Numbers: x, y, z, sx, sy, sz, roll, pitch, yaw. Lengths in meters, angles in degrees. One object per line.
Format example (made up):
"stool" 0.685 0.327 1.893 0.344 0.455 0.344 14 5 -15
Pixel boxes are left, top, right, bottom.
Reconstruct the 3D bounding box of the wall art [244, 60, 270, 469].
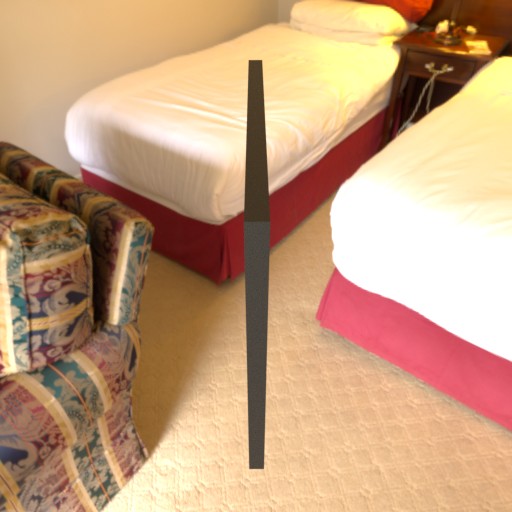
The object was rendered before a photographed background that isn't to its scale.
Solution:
"wall art" 0.000 0.000 1.166 0.038 0.763 0.763 0 40 0
